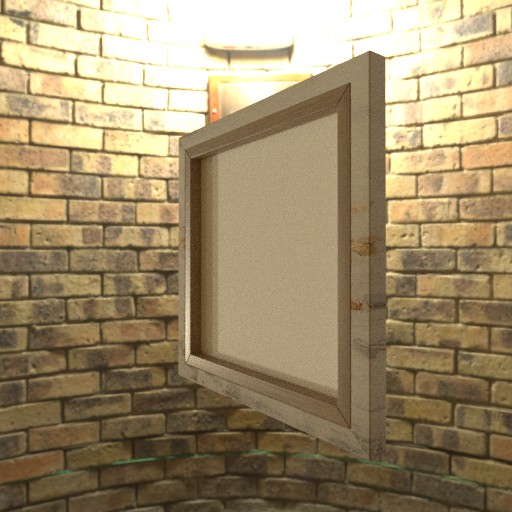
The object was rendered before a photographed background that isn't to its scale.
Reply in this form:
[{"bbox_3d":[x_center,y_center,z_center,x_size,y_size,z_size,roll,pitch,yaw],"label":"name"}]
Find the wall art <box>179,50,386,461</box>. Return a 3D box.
[{"bbox_3d":[0.000,0.000,0.913,0.040,0.613,0.611,0,0,-37],"label":"wall art"}]
